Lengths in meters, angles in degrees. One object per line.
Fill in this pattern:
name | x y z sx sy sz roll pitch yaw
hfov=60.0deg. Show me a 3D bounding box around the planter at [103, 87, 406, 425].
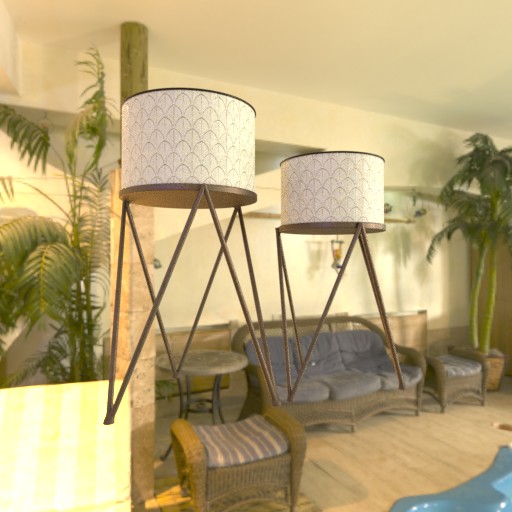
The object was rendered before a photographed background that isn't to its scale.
planter | 0.000 0.000 1.185 0.769 0.712 0.413 0 -1 -18
